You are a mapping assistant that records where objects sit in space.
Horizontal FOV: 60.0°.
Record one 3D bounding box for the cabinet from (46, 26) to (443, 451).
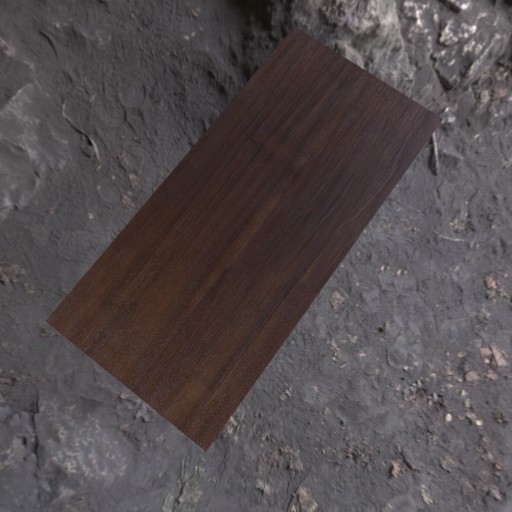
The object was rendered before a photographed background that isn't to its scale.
[{"bbox_3d":[0.000,0.000,1.128,0.354,0.654,0.743,36,79,8],"label":"cabinet"}]
